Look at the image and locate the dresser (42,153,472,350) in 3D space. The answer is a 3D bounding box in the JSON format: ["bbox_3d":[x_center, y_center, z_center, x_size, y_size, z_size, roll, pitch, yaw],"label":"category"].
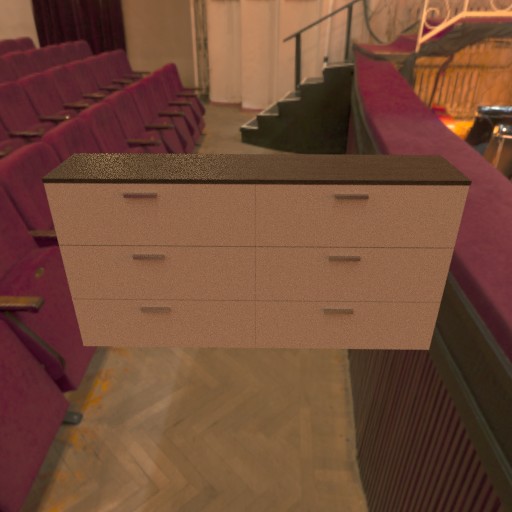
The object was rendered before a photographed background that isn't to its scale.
[{"bbox_3d":[0.000,0.000,1.904,1.535,0.790,0.333,0,29,1],"label":"dresser"}]
